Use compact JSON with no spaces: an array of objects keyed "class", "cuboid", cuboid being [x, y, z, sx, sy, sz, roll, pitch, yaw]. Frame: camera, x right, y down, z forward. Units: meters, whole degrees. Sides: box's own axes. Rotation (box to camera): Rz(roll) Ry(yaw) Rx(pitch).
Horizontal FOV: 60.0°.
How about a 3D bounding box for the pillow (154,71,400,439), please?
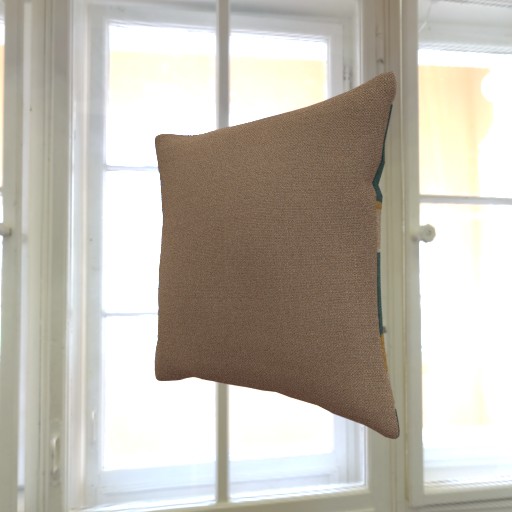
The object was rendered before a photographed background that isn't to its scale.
[{"class":"pillow","cuboid":[0.000,0.000,0.726,0.478,0.479,0.158,-1,-1,38]}]
